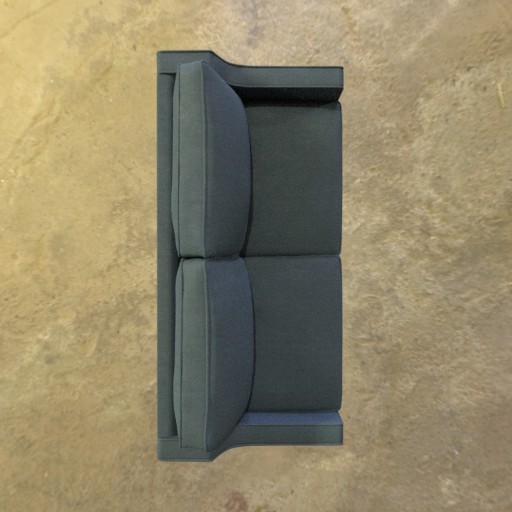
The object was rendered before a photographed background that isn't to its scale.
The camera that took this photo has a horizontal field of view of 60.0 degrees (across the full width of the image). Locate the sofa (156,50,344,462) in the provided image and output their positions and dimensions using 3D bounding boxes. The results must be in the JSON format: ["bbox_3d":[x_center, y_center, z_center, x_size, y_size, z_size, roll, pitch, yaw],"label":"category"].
[{"bbox_3d":[0.000,0.000,2.703,1.066,1.071,2.178,0,90,0],"label":"sofa"}]
